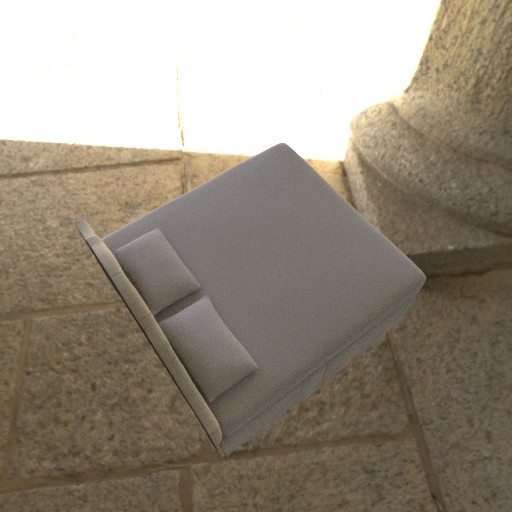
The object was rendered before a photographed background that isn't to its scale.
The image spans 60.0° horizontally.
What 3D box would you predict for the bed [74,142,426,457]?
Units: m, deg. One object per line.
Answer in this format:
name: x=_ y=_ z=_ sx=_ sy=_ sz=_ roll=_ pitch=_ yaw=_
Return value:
bed: x=0.000 y=0.000 z=3.550 sx=2.086 sy=1.555 sz=2.012 roll=-32 pitch=64 yaw=-18
